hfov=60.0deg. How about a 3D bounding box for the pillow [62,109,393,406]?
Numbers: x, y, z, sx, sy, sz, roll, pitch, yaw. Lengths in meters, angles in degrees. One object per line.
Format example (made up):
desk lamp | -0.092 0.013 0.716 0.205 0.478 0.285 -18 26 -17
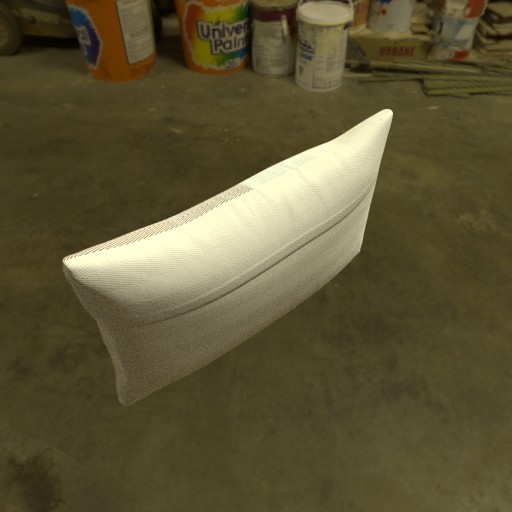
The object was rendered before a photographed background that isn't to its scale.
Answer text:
pillow | 0.000 0.000 0.648 0.506 0.305 0.139 -30 54 -25
